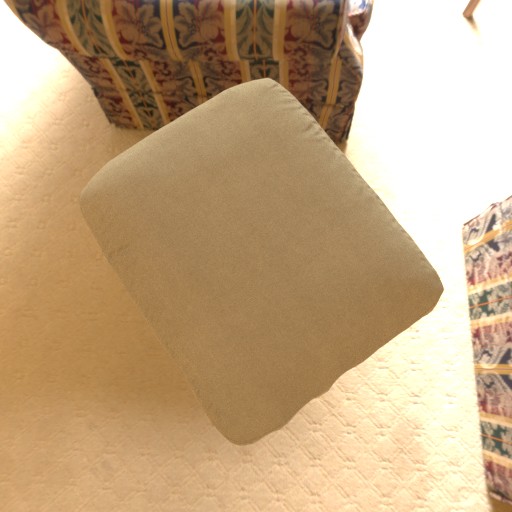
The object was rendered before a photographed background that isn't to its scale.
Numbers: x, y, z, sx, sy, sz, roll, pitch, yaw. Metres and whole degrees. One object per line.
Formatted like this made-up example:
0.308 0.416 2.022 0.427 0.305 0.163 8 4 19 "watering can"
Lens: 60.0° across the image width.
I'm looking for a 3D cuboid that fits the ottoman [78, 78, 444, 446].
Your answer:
0.000 0.000 1.100 0.584 0.480 0.712 -34 79 -8 "ottoman"
